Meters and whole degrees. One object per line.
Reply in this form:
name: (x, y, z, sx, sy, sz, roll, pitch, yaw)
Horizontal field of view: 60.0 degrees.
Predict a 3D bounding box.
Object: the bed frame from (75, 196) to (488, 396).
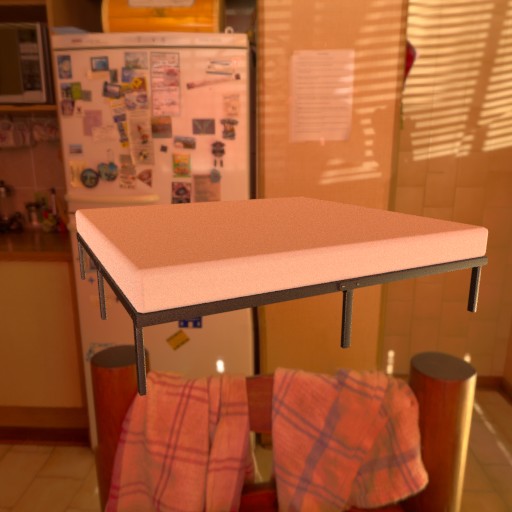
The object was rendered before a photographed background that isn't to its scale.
bed frame: (0.000, 0.000, 3.846, 2.635, 0.680, 2.526, -7, 15, -27)
